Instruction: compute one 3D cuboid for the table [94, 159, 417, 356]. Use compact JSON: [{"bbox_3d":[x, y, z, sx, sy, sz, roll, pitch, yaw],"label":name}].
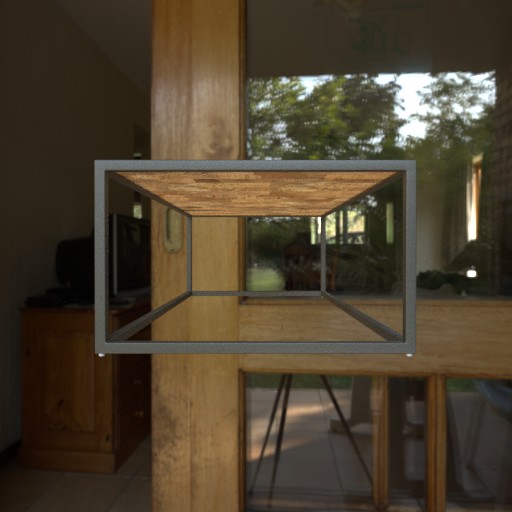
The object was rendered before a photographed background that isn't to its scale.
[{"bbox_3d":[0.000,0.000,1.491,0.649,0.398,1.199,0,1,0],"label":"table"}]
